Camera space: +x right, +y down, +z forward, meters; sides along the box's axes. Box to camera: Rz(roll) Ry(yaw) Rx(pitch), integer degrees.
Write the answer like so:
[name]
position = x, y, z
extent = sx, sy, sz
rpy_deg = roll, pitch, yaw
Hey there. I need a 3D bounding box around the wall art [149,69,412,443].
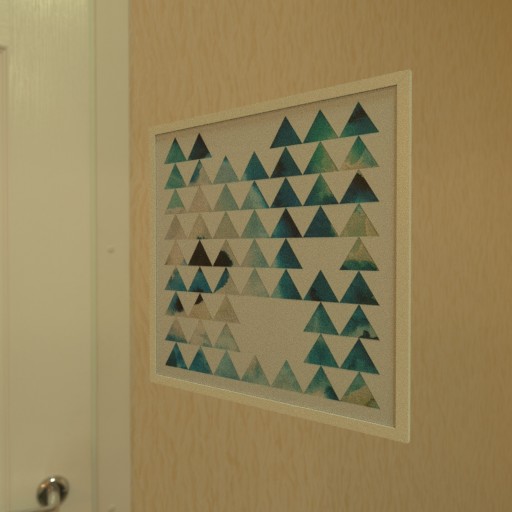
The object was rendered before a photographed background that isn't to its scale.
[wall art]
position = 0.000, 0.000, 0.821
extent = 0.557, 0.557, 0.012
rpy_deg = 1, 1, 34
